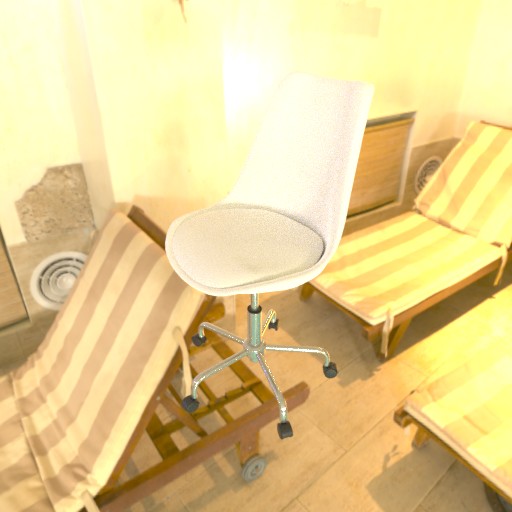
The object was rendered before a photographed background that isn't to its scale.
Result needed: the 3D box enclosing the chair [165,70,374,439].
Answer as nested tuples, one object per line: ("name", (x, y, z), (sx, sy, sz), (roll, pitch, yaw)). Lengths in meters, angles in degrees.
("chair", (0.000, 0.000, 1.274), (0.550, 0.930, 0.550), (-20, 35, -30))
